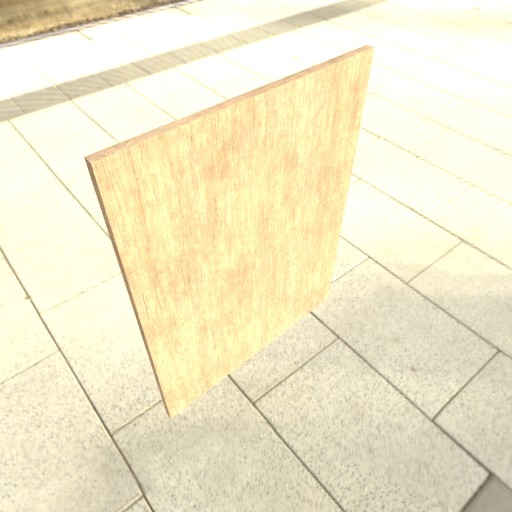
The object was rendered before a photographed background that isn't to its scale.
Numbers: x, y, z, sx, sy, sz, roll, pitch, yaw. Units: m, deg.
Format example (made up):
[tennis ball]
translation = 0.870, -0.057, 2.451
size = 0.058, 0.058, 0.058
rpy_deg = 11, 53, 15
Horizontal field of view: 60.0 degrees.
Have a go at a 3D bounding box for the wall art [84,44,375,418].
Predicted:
[wall art]
translation = 0.000, 0.000, 0.894
size = 0.534, 0.686, 0.018
rpy_deg = -32, 54, -28
